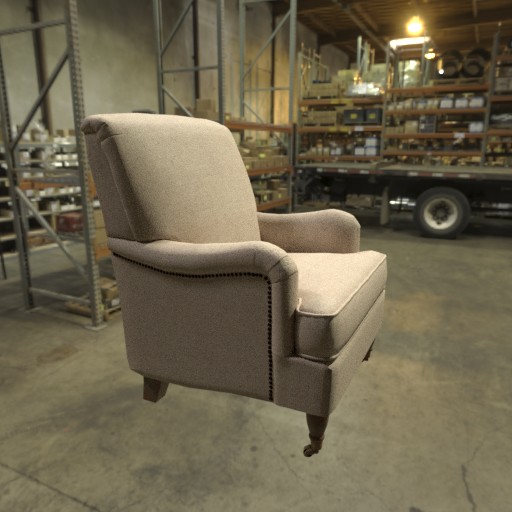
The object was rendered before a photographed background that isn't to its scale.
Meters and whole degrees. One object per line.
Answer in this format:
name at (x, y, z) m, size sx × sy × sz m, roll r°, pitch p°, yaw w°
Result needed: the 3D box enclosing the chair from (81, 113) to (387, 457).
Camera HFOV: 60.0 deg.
chair at (0.000, 0.000, 1.814) m, size 0.953 × 1.119 × 0.879 m, roll 7°, pitch 16°, yaw 25°
